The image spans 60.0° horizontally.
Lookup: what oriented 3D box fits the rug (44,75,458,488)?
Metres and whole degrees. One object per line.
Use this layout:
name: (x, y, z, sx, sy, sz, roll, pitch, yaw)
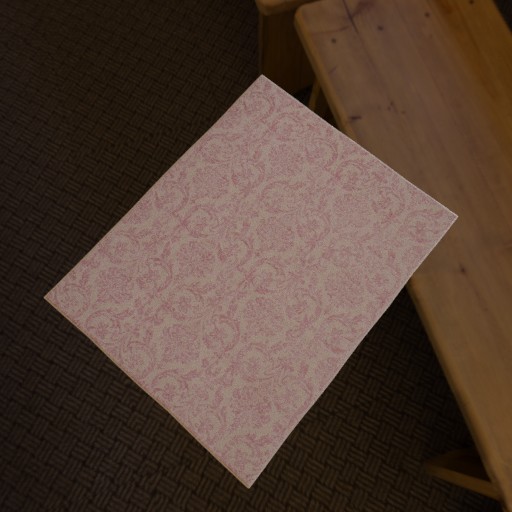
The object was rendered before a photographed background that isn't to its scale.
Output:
rug: (0.000, 0.000, 3.988, 2.363, 0.012, 2.980, 39, 78, 10)
